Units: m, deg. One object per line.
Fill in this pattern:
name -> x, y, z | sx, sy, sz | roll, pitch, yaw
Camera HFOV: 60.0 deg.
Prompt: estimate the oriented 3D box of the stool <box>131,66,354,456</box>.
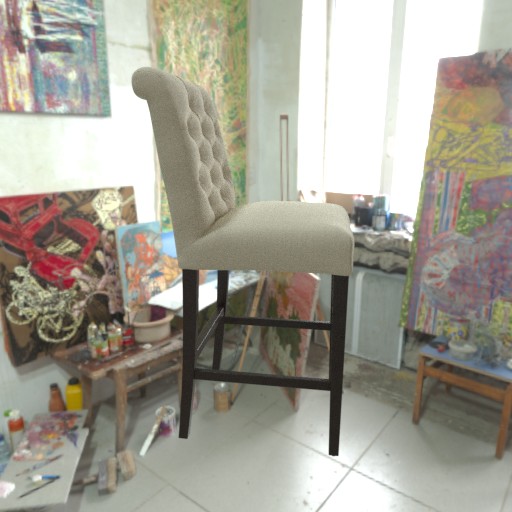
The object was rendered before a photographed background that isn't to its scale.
stool -> 0.000, 0.000, 1.461 | 0.610, 1.118, 0.482 | 2, 15, 9
